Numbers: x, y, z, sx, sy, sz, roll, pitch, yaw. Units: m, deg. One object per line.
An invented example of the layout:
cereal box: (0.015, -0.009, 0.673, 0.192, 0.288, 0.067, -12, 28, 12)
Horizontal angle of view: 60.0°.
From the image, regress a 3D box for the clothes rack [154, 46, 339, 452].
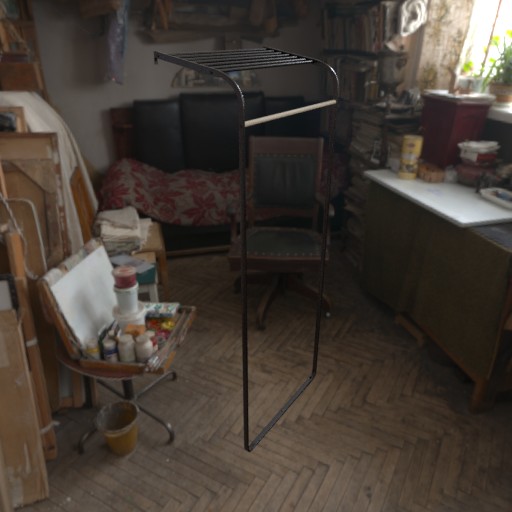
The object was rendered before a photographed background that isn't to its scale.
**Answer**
clothes rack: (0.000, 0.000, 1.860, 0.349, 1.574, 0.609, 18, 32, 31)
